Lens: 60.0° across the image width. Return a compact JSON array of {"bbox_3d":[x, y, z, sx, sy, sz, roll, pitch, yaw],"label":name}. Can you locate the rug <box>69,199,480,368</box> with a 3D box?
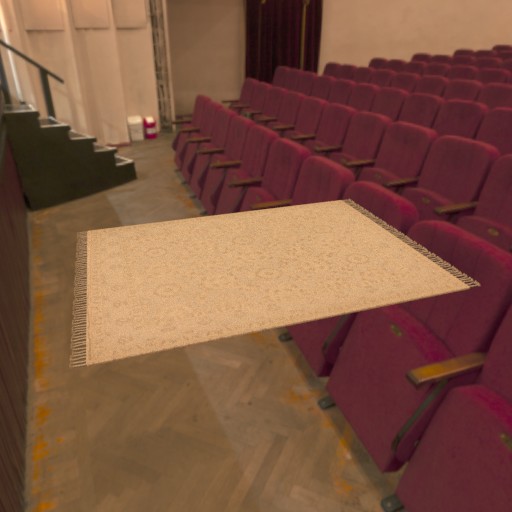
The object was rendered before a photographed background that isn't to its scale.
[{"bbox_3d":[0.000,0.000,2.300,1.771,0.015,1.223,-9,28,-16],"label":"rug"}]
